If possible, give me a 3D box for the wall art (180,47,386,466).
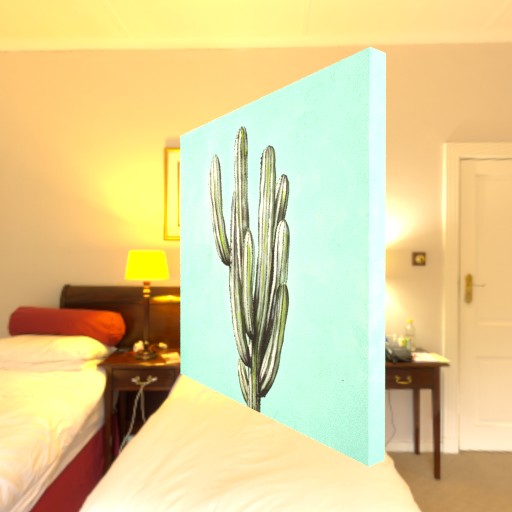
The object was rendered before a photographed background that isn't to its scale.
[{"bbox_3d":[0.000,0.000,0.889,0.036,0.603,0.603,0,1,-36],"label":"wall art"}]
